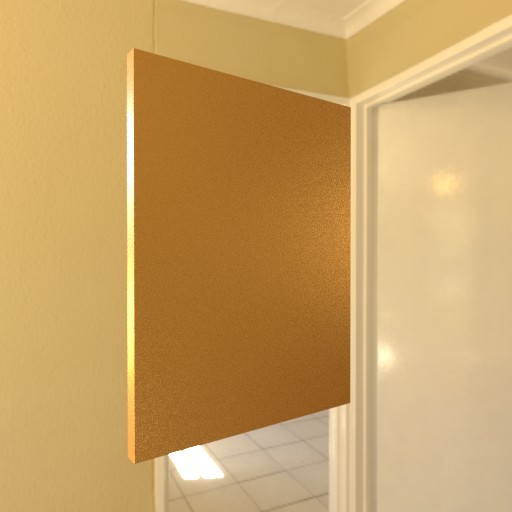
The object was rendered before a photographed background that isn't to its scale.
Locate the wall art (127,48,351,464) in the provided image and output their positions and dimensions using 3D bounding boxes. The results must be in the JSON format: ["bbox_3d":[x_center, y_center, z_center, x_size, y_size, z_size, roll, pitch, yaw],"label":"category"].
[{"bbox_3d":[0.000,0.000,1.056,0.610,0.812,0.038,0,1,-35],"label":"wall art"}]
